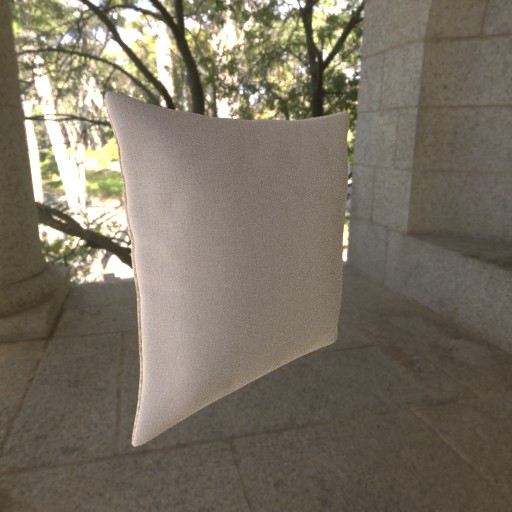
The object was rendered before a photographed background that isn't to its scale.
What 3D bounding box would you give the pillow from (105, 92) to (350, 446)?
[{"bbox_3d":[0.000,0.000,0.784,0.523,0.510,0.166,-14,20,-43],"label":"pillow"}]
